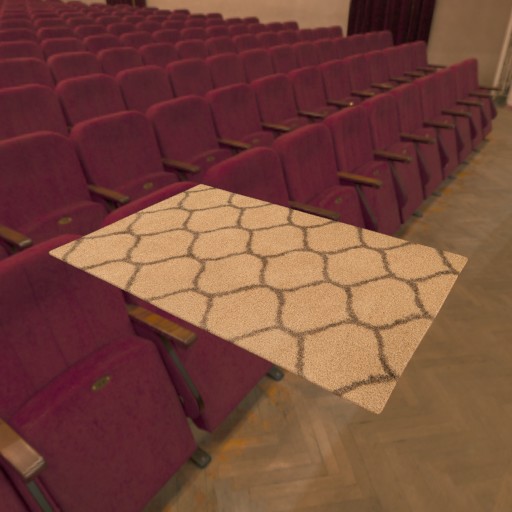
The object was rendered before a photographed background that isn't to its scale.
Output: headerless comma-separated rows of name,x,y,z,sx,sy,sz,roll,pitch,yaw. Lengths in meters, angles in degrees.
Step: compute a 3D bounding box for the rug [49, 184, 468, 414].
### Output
rug,0.000,0.000,3.416,2.701,0.026,1.801,19,35,30
